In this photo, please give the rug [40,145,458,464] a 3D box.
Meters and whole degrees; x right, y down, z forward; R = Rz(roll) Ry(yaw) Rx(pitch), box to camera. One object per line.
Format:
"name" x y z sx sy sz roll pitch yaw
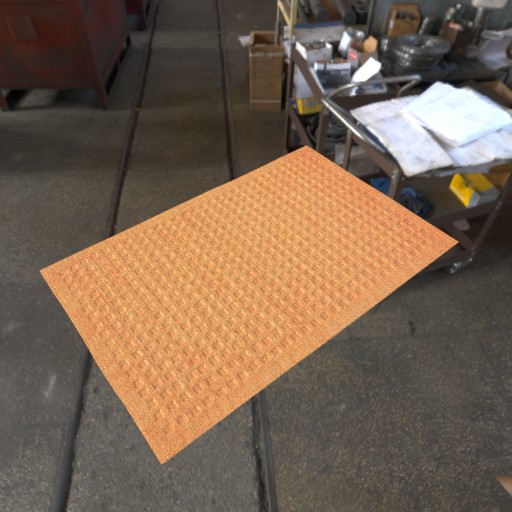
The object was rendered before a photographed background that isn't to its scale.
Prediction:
"rug" 0.000 0.000 2.199 1.747 0.006 1.143 -30 53 -25
